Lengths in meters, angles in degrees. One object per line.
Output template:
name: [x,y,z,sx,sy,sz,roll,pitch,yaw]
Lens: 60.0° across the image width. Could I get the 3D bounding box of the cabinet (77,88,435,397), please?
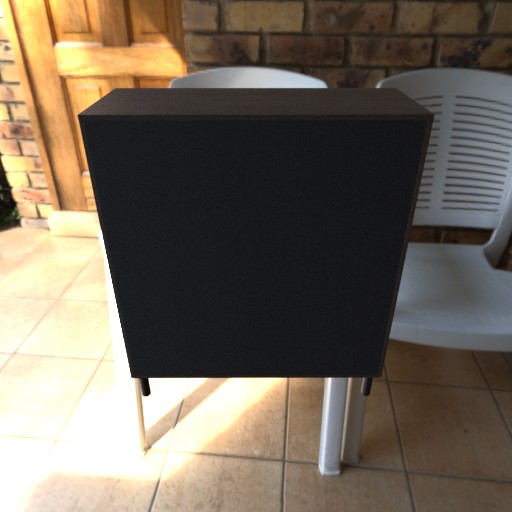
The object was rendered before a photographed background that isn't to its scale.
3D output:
cabinet: [0.000,0.000,1.724,1.010,1.170,0.400,0,31,0]
